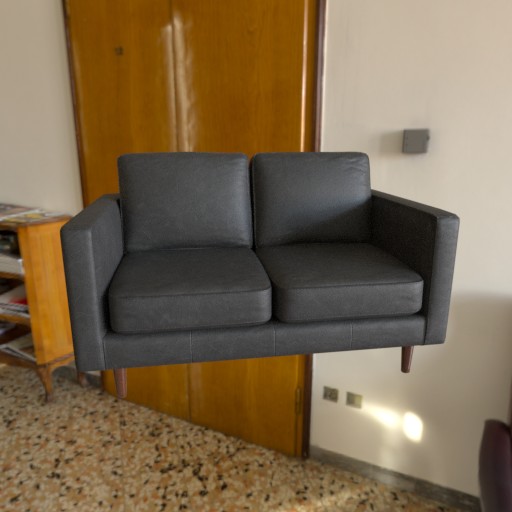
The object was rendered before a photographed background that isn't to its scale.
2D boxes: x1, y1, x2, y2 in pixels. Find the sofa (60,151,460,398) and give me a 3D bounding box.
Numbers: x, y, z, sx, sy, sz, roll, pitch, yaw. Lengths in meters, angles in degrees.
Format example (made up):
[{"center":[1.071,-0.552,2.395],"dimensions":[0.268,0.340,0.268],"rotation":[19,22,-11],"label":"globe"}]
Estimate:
[{"center":[0.000,0.000,1.989],"dimensions":[1.430,0.899,0.879],"rotation":[-2,16,-9],"label":"sofa"}]
